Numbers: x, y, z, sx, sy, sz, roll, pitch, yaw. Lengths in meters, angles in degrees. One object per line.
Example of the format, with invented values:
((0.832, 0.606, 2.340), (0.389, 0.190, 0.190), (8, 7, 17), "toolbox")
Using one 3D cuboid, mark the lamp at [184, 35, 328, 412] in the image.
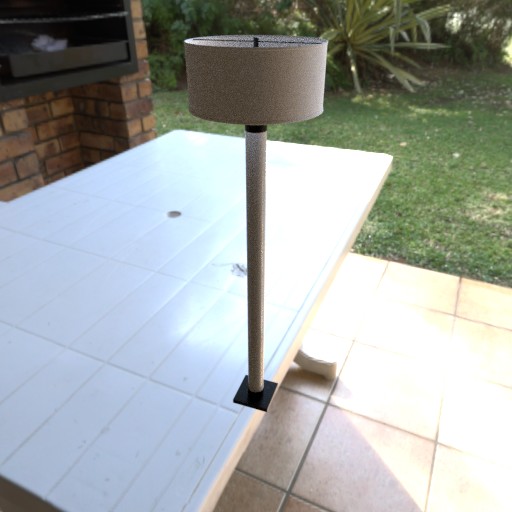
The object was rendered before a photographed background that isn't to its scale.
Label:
((0.000, 0.000, 1.662), (0.420, 1.475, 0.420), (10, 32, 17), "lamp")
